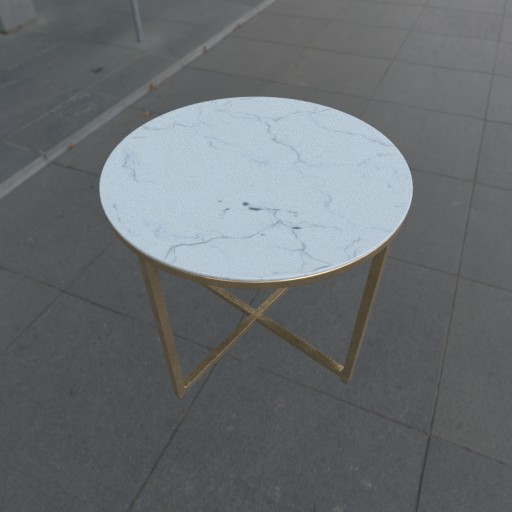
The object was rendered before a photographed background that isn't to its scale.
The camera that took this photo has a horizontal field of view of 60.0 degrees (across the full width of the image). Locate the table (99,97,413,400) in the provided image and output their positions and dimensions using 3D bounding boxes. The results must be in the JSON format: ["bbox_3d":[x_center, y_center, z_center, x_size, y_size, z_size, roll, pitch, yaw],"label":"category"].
[{"bbox_3d":[0.000,0.000,0.876,0.500,0.420,0.500,0,45,0],"label":"table"}]
